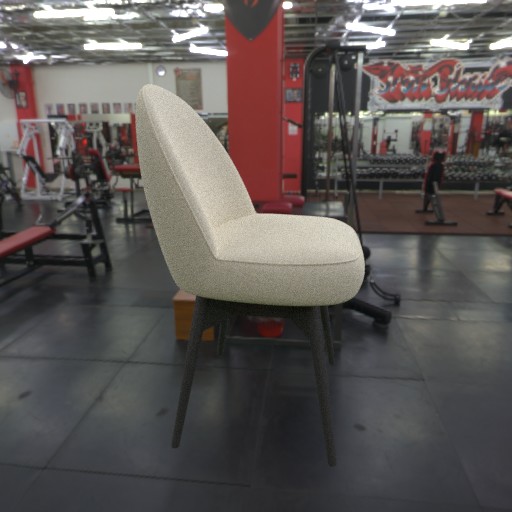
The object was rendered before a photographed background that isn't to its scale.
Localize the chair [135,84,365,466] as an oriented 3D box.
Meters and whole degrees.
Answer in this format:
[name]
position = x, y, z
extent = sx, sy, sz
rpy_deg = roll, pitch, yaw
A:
[chair]
position = 0.000, 0.000, 1.148
extent = 0.540, 0.838, 0.532
rpy_deg = 3, 16, 9
